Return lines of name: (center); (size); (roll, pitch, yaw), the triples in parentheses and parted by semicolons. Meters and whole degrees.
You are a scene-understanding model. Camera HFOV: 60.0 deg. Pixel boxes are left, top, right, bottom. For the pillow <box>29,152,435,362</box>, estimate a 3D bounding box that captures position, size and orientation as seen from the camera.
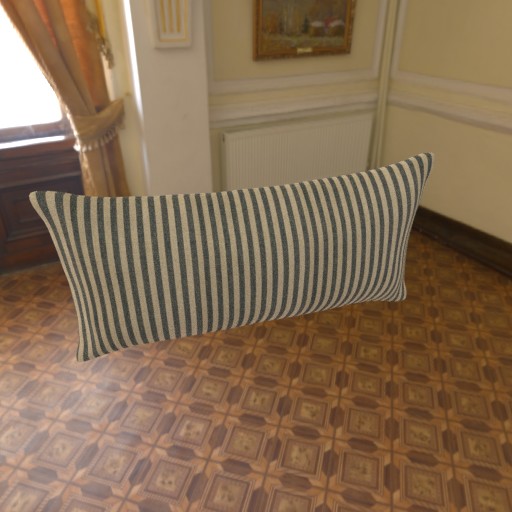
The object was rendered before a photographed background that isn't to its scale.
pillow: (0.000, 0.000, 0.726); (0.617, 0.295, 0.151); (-9, 31, -15)
